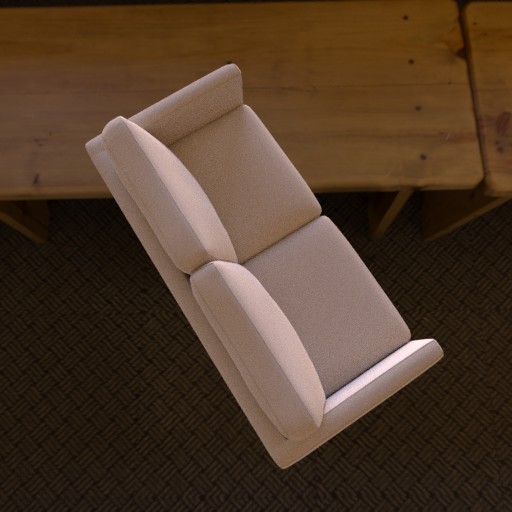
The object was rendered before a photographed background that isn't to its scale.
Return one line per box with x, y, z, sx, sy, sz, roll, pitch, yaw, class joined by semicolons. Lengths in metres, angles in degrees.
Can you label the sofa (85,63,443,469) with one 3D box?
0.000;0.000;2.225;0.873;0.888;1.722;-32;79;-7;sofa
